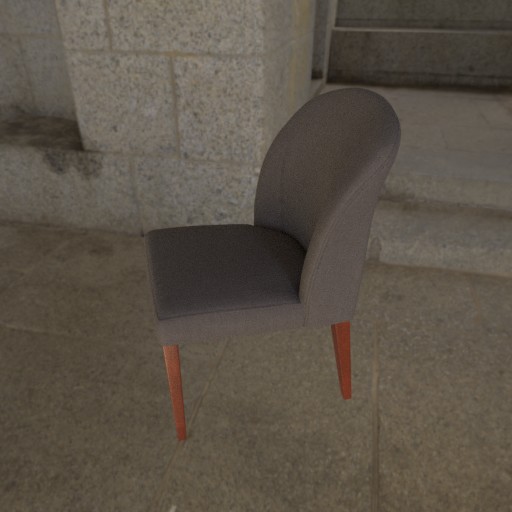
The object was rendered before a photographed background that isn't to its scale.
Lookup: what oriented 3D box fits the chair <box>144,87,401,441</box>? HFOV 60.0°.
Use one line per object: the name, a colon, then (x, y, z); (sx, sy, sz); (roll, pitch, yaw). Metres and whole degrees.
chair: (0.000, 0.000, 1.278); (0.619, 0.879, 0.506); (-8, 31, -13)
